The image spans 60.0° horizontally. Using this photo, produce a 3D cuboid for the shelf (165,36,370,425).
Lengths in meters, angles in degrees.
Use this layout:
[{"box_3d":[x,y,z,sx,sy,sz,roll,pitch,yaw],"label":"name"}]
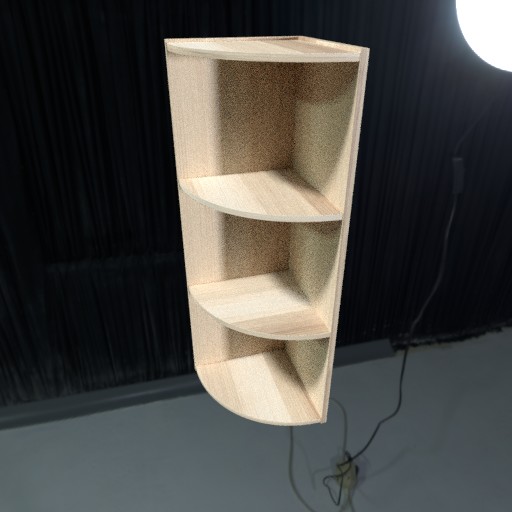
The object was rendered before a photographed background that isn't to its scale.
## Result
[{"box_3d":[0.000,0.000,1.005,0.290,0.872,0.290,-8,31,-14],"label":"shelf"}]
